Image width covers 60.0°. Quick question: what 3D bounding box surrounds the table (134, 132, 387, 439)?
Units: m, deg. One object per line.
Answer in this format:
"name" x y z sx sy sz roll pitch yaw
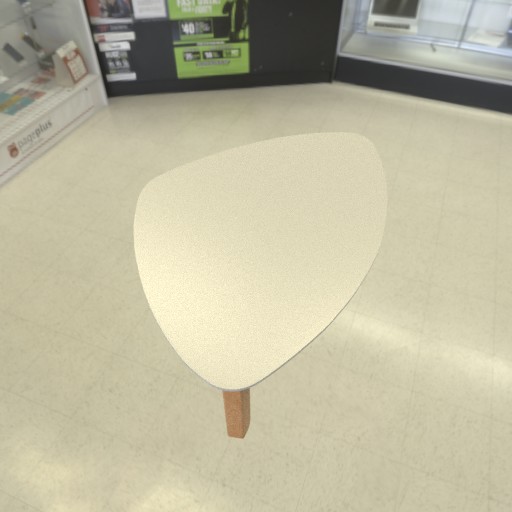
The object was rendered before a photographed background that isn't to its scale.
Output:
"table" 0.000 0.000 1.668 0.850 0.440 1.250 18 49 16
